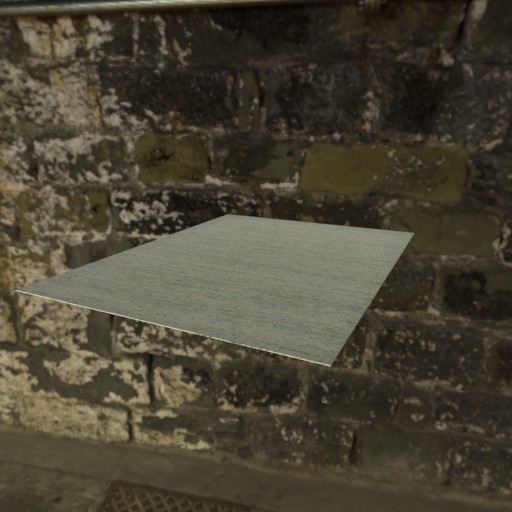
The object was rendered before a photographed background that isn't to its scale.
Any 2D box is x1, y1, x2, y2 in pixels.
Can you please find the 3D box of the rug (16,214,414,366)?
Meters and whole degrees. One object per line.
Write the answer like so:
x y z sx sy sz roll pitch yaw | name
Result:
0.000 0.000 4.177 2.438 0.006 3.197 8 19 25 | rug
